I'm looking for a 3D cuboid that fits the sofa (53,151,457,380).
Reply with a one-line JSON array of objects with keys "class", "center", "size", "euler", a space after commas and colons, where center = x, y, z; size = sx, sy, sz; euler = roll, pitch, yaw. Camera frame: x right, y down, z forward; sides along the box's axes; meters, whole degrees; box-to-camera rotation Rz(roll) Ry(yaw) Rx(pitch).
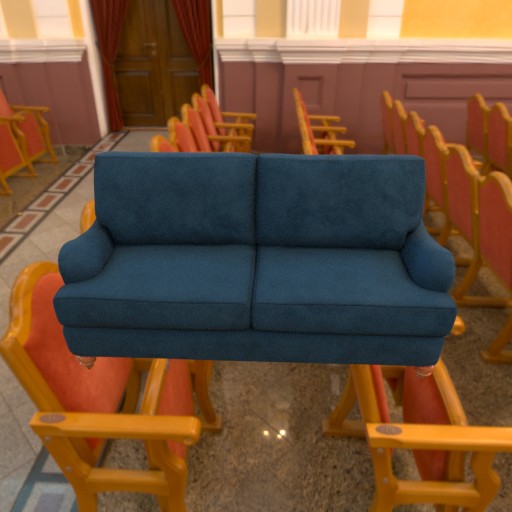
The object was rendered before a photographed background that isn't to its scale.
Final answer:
[{"class": "sofa", "center": [0.000, 0.000, 2.700], "size": [2.141, 1.101, 1.084], "euler": [1, 30, 2]}]
